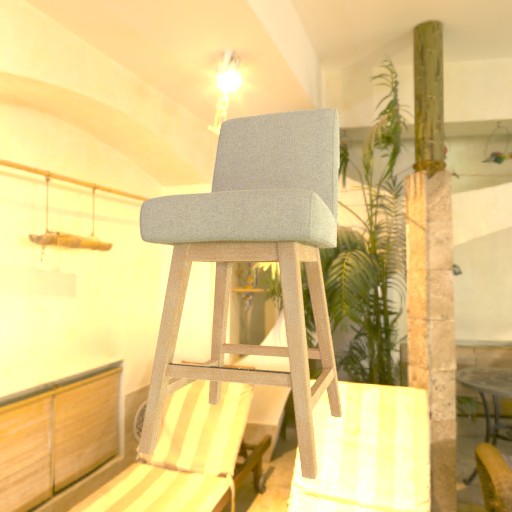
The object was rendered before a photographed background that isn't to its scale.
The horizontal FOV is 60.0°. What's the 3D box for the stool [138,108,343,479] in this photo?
[{"bbox_3d":[0.000,0.000,1.405,0.507,1.085,0.606,0,-2,18],"label":"stool"}]
